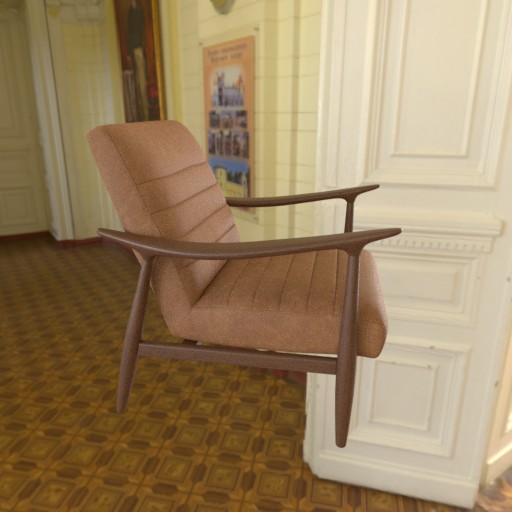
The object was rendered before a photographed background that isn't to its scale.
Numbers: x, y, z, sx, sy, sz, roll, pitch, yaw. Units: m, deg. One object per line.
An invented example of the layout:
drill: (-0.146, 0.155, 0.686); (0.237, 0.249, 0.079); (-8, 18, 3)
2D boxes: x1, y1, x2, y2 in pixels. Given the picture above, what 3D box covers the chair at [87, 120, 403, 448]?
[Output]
chair: (0.000, 0.000, 1.433); (0.798, 0.832, 0.741); (3, 18, 10)
